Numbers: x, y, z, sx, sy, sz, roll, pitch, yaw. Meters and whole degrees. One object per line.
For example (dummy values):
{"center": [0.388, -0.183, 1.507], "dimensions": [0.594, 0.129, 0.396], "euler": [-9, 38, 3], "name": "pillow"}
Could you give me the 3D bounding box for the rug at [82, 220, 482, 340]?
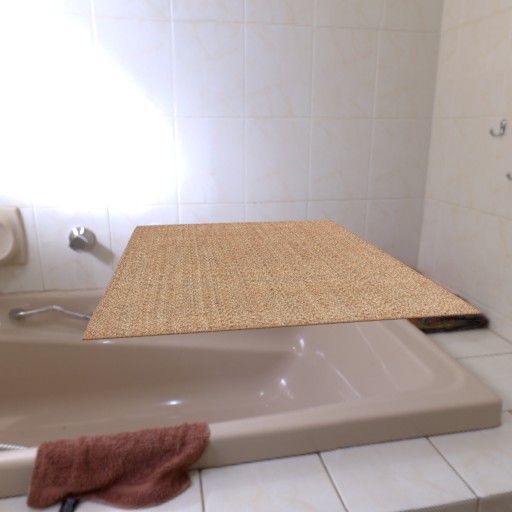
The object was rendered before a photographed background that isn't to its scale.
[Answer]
{"center": [0.000, 0.000, 4.054], "dimensions": [2.439, 0.013, 3.048], "euler": [-2, 16, -9], "name": "rug"}
